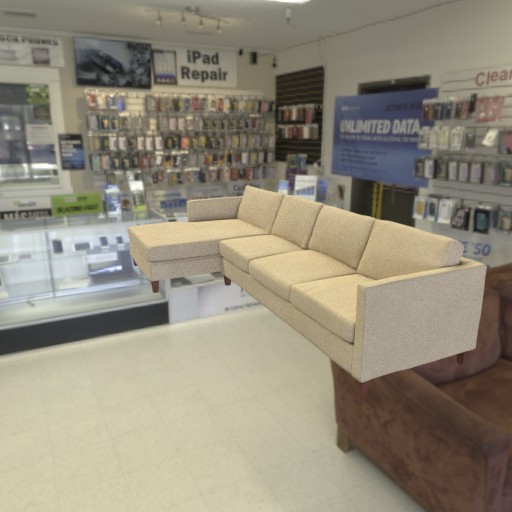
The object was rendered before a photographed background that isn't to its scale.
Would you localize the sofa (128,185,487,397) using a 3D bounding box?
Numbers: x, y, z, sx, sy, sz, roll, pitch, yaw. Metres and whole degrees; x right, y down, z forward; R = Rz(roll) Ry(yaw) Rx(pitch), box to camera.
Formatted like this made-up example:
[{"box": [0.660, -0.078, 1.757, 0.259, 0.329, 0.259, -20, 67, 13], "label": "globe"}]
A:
[{"box": [0.000, 0.000, 3.801, 1.625, 0.846, 3.186, -8, 18, -24], "label": "sofa"}]
